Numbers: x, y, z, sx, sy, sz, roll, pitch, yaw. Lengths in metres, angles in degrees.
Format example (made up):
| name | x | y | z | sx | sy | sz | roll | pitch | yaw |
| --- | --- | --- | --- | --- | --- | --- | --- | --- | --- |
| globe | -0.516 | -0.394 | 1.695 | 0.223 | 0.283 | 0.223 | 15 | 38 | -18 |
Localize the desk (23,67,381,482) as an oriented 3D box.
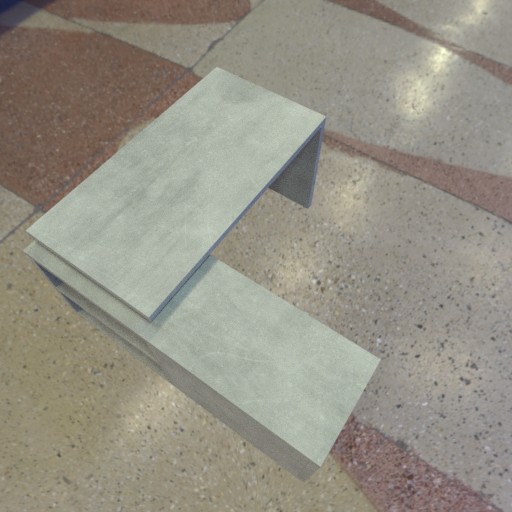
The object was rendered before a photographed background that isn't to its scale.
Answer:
| name | x | y | z | sx | sy | sz | roll | pitch | yaw |
| --- | --- | --- | --- | --- | --- | --- | --- | --- | --- |
| desk | 0.000 | 0.000 | 2.252 | 1.500 | 0.740 | 1.400 | 31 | 64 | 17 |
